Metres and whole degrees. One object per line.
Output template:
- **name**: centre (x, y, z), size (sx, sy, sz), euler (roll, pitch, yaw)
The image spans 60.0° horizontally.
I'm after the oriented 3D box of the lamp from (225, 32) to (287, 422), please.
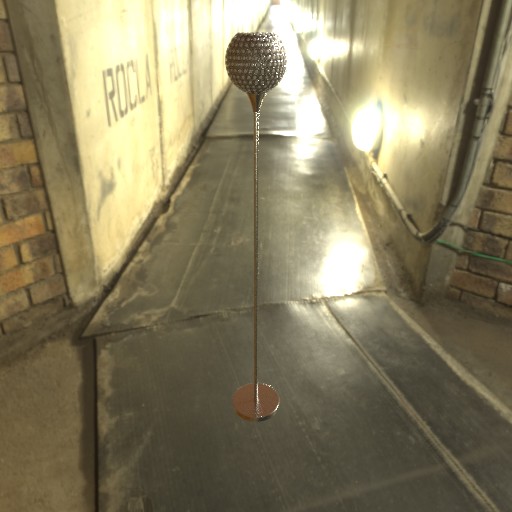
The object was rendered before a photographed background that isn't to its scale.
- **lamp**: centre (0.000, 0.000, 2.004), size (0.254, 1.805, 0.254), euler (0, 27, 0)
